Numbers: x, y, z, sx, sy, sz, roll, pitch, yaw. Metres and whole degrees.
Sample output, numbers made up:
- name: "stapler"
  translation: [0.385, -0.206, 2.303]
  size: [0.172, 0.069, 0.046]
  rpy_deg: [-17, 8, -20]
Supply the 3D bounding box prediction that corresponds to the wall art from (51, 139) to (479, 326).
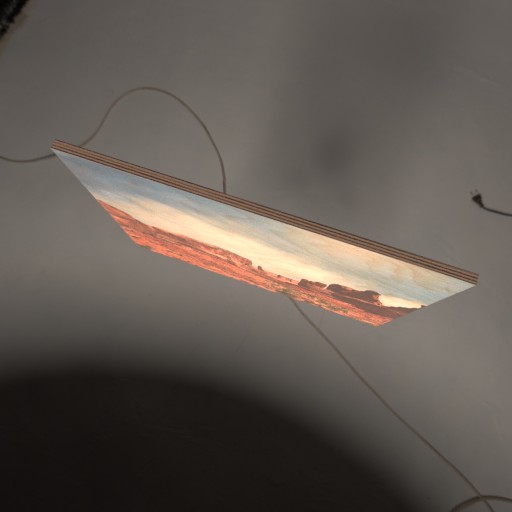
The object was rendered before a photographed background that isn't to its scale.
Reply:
- name: "wall art"
  translation: [0.000, 0.000, 0.698]
  size: [0.508, 0.406, 0.013]
  rpy_deg: [18, 76, 5]
